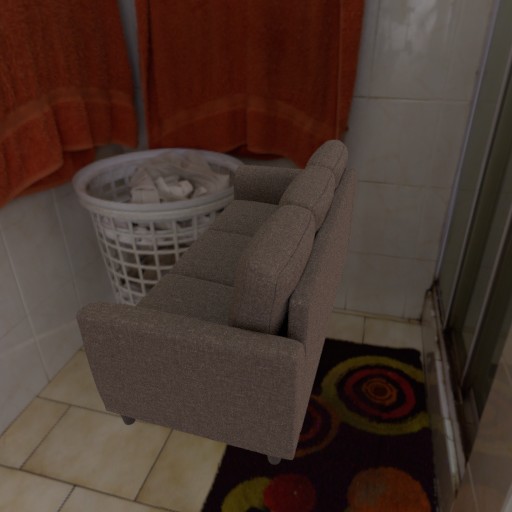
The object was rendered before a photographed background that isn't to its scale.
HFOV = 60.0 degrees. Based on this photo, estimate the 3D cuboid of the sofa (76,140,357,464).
[{"bbox_3d":[0.000,0.000,2.333,0.837,0.891,1.847,8,30,15],"label":"sofa"}]
